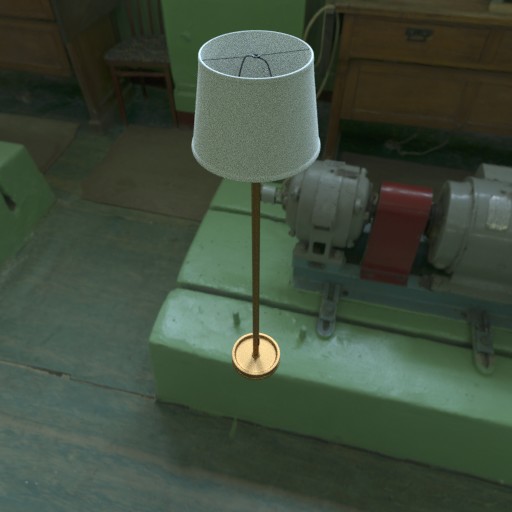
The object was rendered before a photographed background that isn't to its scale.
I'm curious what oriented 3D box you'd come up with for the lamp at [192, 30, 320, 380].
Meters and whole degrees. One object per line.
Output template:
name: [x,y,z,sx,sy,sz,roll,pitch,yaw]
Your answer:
lamp: [0.000,0.000,0.787,0.178,0.710,0.178,0,47,0]
